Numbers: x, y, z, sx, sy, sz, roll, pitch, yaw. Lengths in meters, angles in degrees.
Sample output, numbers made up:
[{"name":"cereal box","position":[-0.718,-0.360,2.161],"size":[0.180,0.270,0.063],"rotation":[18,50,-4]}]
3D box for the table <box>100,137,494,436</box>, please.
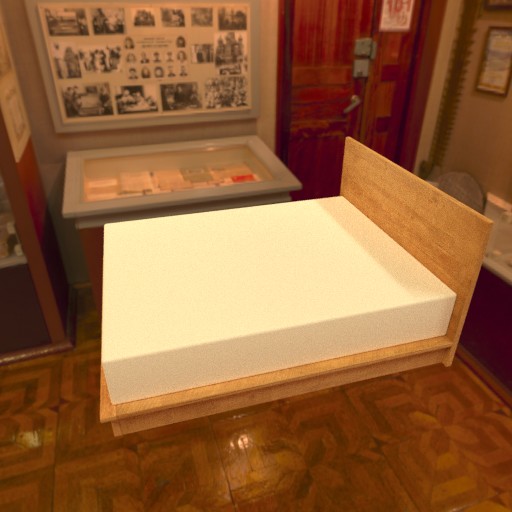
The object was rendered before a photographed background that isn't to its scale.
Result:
[{"name":"table","position":[0.000,0.000,3.068],"size":[2.149,1.041,1.707],"rotation":[-8,31,-14]}]
